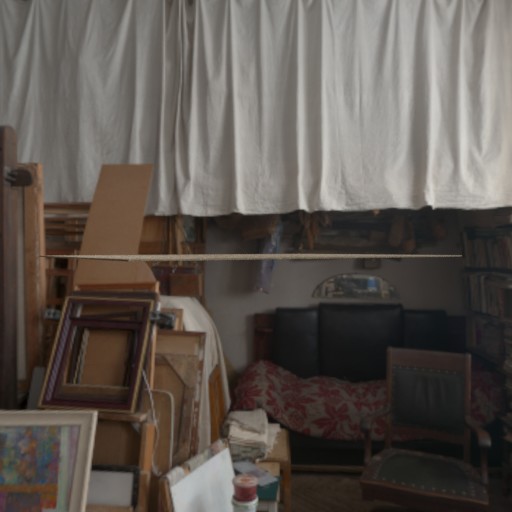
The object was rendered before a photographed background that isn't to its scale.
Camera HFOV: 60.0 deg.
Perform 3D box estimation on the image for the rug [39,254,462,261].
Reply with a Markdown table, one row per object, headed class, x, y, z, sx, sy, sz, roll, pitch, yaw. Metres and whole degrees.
| class | x | y | z | sx | sy | sz | roll | pitch | yaw |
| --- | --- | --- | --- | --- | --- | --- | --- | --- | --- |
| rug | 0.000 | 0.000 | 2.302 | 1.827 | 0.006 | 1.221 | -1 | 1 | -37 |
